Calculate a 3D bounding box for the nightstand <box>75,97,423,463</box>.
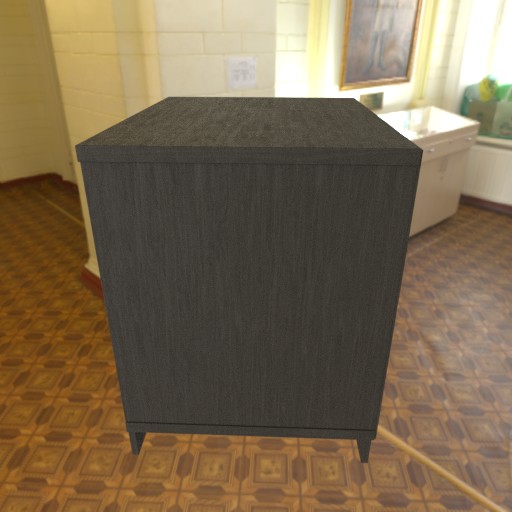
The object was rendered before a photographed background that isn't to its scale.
[{"bbox_3d":[0.000,0.000,0.728,0.347,0.448,0.427,1,26,2],"label":"nightstand"}]
